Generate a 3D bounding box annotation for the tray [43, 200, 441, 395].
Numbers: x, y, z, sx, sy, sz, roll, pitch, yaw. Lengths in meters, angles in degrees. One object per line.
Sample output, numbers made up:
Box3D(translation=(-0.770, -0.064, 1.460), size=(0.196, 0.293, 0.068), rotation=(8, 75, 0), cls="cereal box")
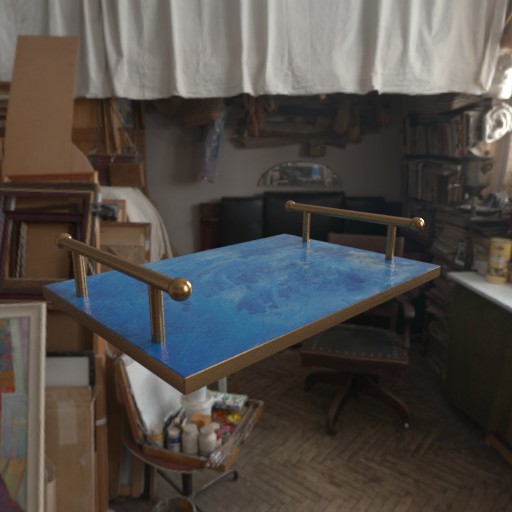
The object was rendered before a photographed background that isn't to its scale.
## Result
Box3D(translation=(0.000, 0.000, 0.585), size=(0.444, 0.084, 0.304), rotation=(-14, 20, -42), cls="tray")
